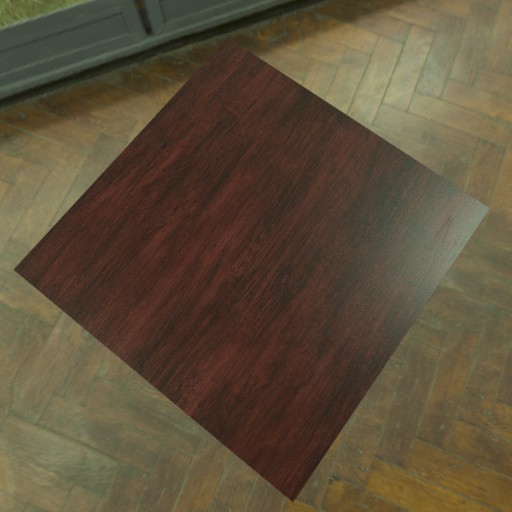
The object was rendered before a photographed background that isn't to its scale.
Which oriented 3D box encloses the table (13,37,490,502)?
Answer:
[{"bbox_3d":[0.000,0.000,1.299,0.865,0.356,0.865,36,78,9],"label":"table"}]
